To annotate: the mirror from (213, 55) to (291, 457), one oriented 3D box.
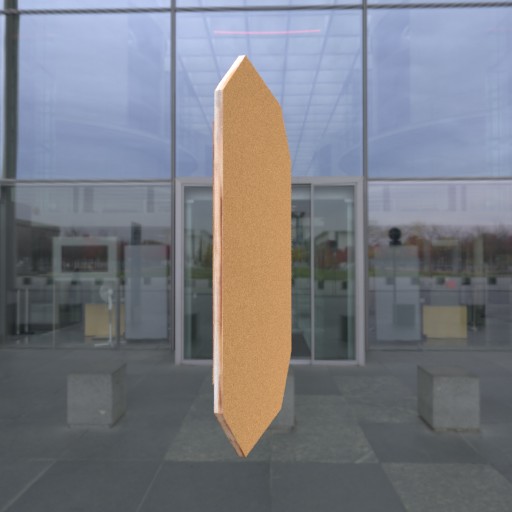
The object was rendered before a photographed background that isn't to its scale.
[{"bbox_3d":[0.000,0.000,1.311,0.061,1.015,0.709,0,-1,17],"label":"mirror"}]
